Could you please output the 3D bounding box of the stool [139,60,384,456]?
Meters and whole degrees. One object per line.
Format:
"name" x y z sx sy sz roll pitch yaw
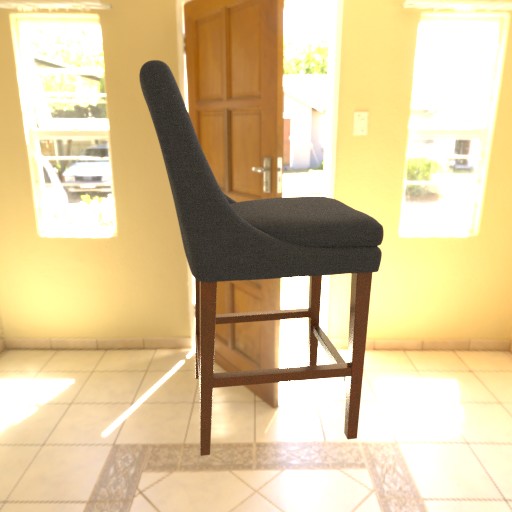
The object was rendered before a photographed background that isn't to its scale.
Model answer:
"stool" 0.000 0.000 1.276 0.577 0.981 0.470 -3 16 -9
